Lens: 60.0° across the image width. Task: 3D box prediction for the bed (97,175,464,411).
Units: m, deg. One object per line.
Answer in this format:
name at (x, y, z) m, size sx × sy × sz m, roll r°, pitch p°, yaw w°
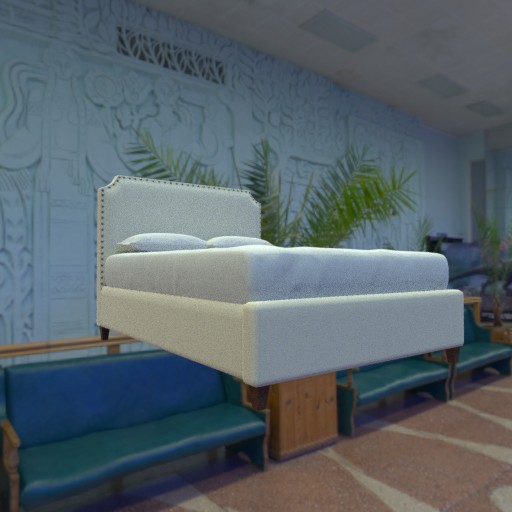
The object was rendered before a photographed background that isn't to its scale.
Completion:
bed at (0.000, 0.000, 3.354) m, size 1.703 × 1.415 × 2.329 m, roll 1°, pitch -1°, yaw -36°
